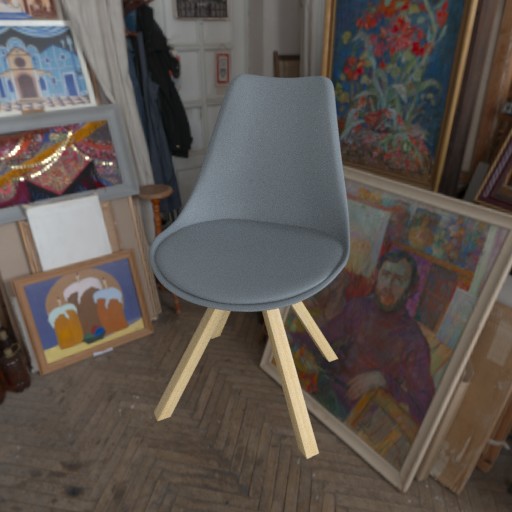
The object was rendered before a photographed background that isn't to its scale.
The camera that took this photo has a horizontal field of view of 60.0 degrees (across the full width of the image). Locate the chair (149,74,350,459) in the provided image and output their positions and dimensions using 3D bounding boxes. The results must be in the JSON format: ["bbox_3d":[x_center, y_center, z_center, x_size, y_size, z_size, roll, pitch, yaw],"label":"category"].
[{"bbox_3d":[0.000,0.000,1.172,0.485,0.850,0.549,8,28,15],"label":"chair"}]
